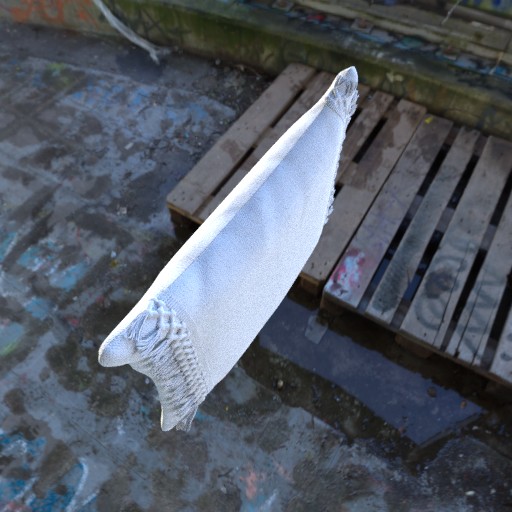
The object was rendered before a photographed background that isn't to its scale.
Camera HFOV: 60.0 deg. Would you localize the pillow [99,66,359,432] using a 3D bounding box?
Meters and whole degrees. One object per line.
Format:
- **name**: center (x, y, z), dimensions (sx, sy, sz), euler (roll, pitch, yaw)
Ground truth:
- **pillow**: center (0.000, 0.000, 0.588), dimensions (0.084, 0.305, 0.466), euler (29, 62, 17)
